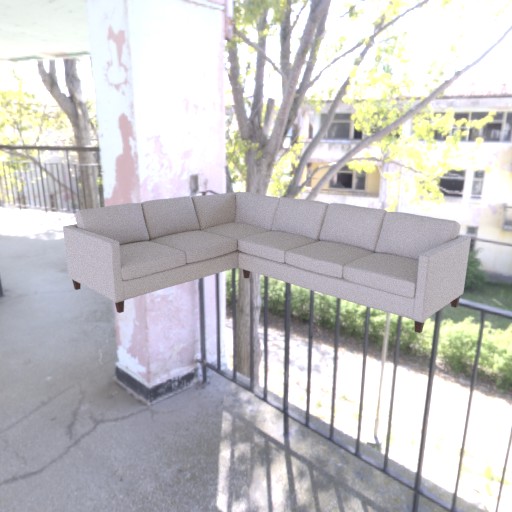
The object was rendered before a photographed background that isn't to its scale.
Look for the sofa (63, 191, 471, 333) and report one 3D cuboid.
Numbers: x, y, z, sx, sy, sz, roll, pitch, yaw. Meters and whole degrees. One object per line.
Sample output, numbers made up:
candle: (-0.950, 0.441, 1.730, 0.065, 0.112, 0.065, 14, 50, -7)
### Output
sofa: (0.000, 0.000, 4.352, 3.182, 0.863, 2.432, 15, 21, 42)
